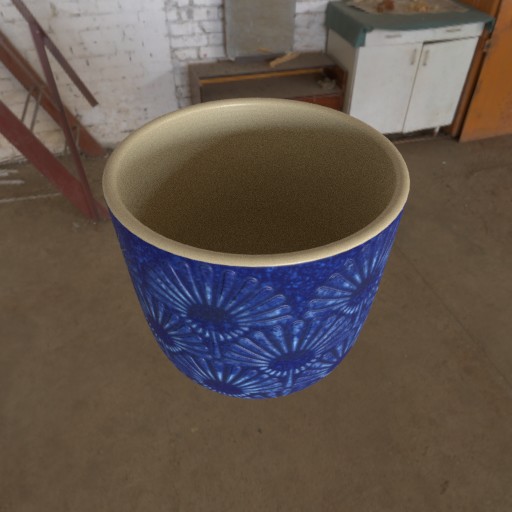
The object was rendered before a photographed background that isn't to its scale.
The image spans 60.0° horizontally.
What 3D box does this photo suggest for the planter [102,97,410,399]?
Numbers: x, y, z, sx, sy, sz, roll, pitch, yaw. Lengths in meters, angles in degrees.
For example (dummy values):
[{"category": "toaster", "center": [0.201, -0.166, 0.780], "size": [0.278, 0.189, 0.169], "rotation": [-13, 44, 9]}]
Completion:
[{"category": "planter", "center": [0.000, 0.000, 0.220], "size": [0.124, 0.109, 0.124], "rotation": [0, 43, 0]}]
